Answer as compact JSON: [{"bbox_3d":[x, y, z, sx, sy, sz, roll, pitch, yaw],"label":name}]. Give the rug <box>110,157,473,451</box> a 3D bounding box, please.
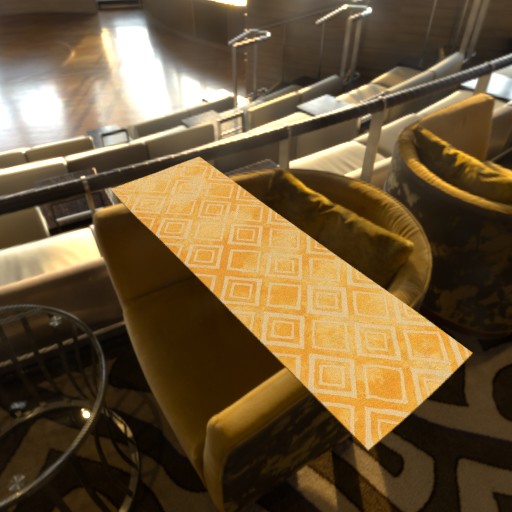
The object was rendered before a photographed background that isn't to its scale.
[{"bbox_3d":[0.000,0.000,2.683,0.775,0.010,2.438,-28,49,-28],"label":"rug"}]
